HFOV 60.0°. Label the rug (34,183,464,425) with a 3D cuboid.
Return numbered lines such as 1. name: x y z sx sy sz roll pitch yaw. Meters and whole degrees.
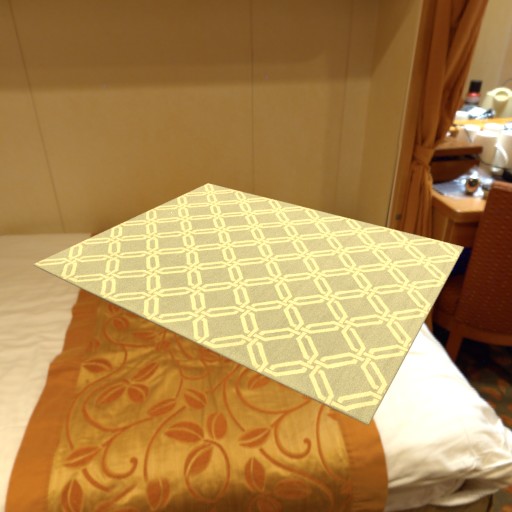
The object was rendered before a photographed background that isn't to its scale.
1. rug: 0.000 0.000 3.786 2.895 0.018 2.288 18 34 29
